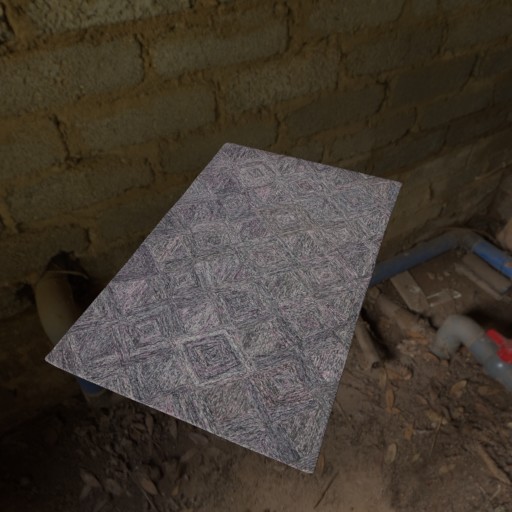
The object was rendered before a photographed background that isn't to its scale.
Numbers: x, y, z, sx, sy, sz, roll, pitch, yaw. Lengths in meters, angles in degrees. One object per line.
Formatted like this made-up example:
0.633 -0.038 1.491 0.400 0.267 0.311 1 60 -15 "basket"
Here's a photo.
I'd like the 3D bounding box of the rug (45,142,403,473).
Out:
0.000 0.000 2.213 1.158 0.013 1.752 17 49 15 "rug"
